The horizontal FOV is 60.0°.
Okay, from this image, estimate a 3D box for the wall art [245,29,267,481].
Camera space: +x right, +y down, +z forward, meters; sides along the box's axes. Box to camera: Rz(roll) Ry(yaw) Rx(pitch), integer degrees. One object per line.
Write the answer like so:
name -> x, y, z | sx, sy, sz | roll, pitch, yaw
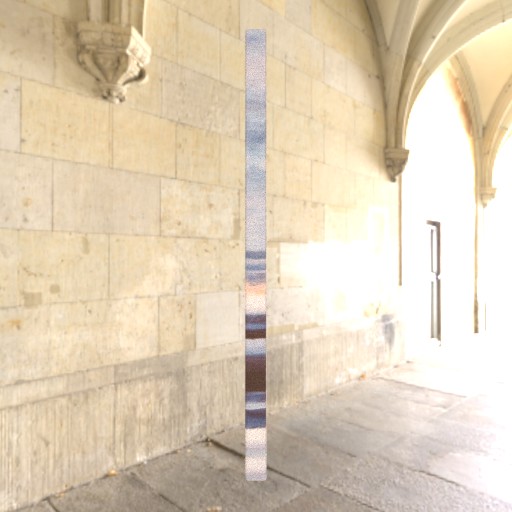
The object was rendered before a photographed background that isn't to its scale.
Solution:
wall art -> 0.000, 0.000, 1.103 | 0.035, 0.747, 0.747 | 0, -1, 0
